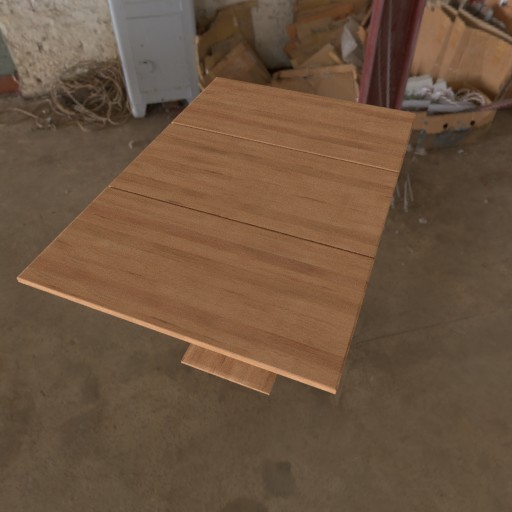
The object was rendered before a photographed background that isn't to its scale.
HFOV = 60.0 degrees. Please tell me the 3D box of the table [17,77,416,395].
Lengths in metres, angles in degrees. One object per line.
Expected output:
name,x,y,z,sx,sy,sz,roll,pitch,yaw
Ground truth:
table,0.000,0.000,1.794,0.900,0.770,1.300,16,49,14
